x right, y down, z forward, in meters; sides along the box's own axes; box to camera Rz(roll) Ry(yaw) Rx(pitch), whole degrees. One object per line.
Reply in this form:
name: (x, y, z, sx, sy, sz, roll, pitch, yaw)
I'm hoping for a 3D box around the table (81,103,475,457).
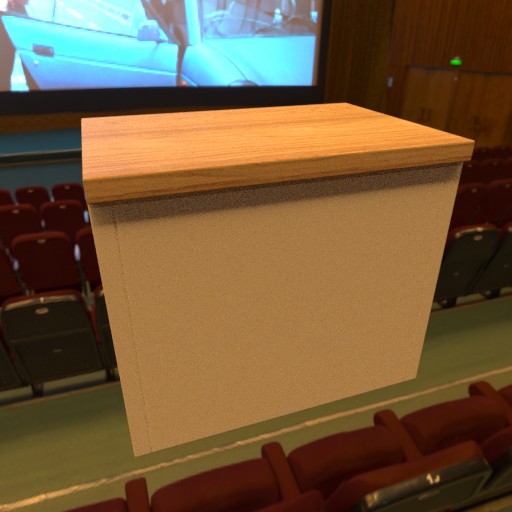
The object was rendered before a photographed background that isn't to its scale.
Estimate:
table: (0.000, 0.000, 0.774, 0.500, 0.440, 0.360, -9, 29, -17)
